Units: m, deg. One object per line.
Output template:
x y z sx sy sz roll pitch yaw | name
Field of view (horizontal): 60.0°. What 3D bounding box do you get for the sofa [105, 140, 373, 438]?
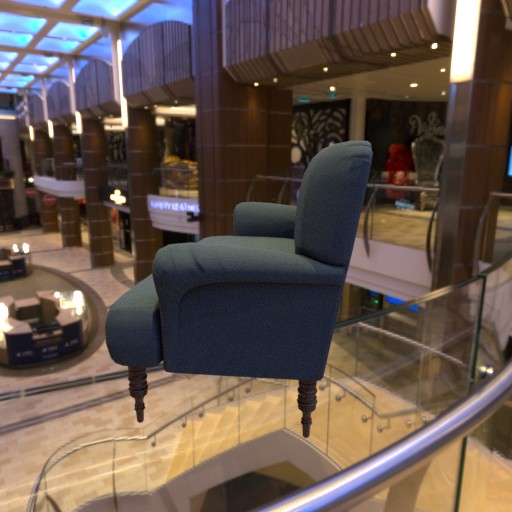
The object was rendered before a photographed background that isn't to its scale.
0.000 0.000 1.828 0.779 0.889 1.297 2 13 8 | sofa
